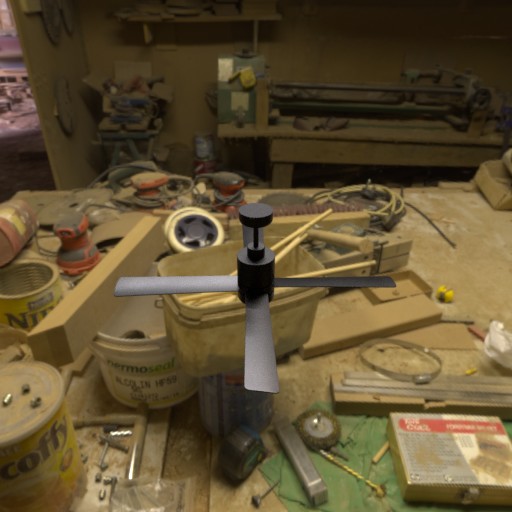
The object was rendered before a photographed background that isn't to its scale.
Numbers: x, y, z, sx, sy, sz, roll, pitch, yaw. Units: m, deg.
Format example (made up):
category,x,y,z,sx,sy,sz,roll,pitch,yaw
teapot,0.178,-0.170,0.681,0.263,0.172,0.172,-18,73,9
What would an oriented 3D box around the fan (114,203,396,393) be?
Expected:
category,x,y,z,sx,sy,sz,roll,pitch,yaw
fan,0.000,0.000,2.340,1.525,0.534,1.525,-1,31,-1
